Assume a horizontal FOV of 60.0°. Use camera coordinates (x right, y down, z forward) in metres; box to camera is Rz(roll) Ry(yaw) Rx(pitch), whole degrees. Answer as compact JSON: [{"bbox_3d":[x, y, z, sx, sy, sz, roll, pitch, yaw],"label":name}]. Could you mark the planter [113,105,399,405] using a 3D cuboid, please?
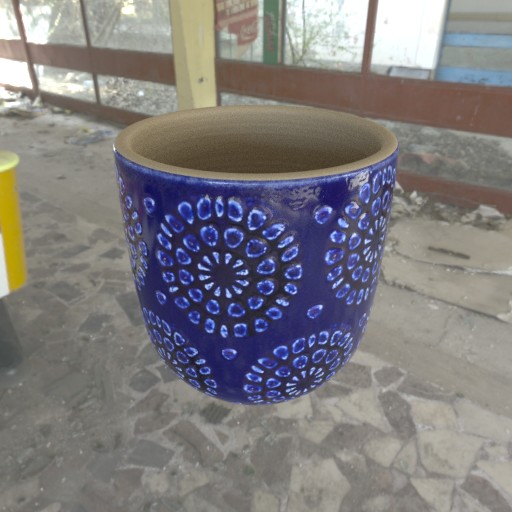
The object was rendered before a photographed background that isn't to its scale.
[{"bbox_3d":[0.000,0.000,0.200,0.109,0.112,0.109,0,30,0],"label":"planter"}]
